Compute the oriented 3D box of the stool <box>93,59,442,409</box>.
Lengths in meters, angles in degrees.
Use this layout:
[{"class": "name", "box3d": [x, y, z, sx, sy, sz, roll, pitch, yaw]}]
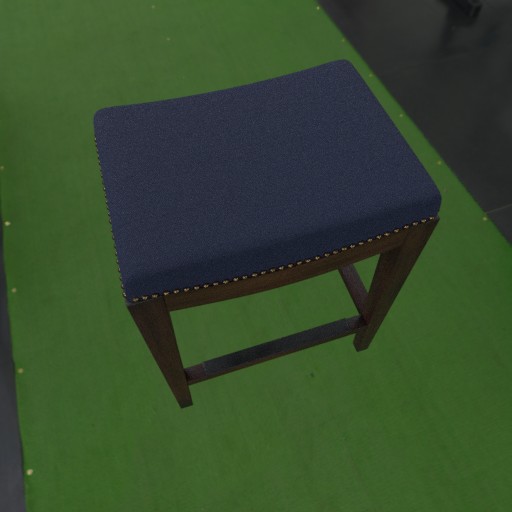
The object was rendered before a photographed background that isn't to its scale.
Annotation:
[{"class": "stool", "box3d": [0.000, 0.000, 0.948, 0.500, 0.642, 0.361, -15, 60, -9]}]
